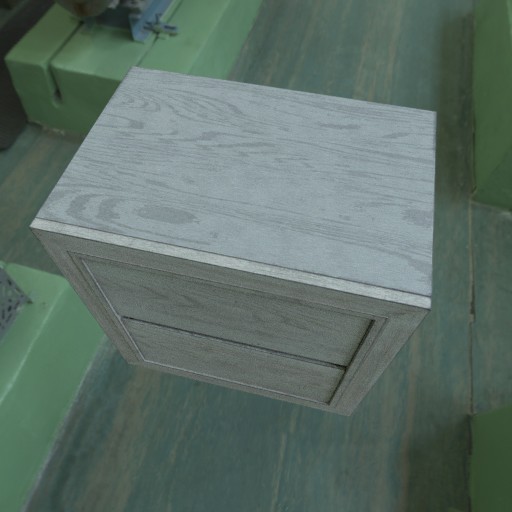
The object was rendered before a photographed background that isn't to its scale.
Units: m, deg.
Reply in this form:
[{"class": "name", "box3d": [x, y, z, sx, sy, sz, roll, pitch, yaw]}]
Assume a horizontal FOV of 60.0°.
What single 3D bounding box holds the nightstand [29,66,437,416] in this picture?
[{"class": "nightstand", "box3d": [0.000, 0.000, 1.056, 0.612, 0.673, 0.483, 11, 58, 7]}]
